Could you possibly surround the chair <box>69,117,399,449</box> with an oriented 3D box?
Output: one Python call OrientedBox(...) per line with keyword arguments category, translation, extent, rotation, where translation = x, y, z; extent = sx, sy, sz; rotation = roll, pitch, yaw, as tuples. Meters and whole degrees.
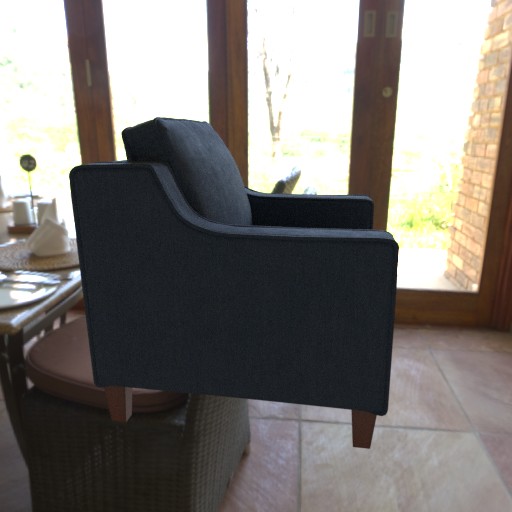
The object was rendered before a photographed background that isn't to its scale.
OrientedBox(category="chair", translation=(0.000, 0.000, 1.620), extent=(0.909, 0.960, 0.831), rotation=(3, 16, 9))
